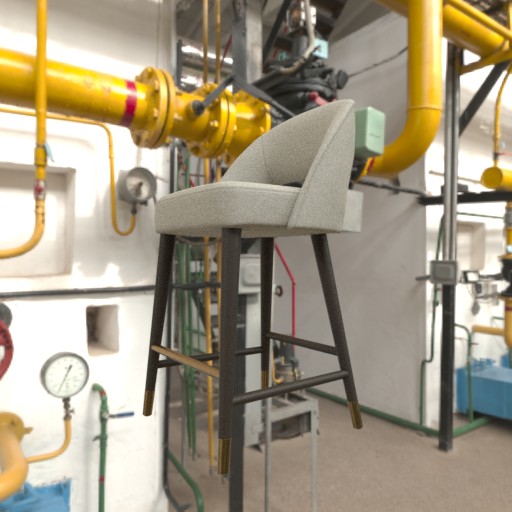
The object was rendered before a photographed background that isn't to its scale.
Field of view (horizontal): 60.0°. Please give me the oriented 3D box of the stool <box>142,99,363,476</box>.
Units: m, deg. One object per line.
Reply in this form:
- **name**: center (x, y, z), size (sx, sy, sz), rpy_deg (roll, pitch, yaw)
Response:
- **stool**: center (0.000, 0.000, 1.271), size (0.509, 0.940, 0.494), rpy_deg (0, 0, -36)
